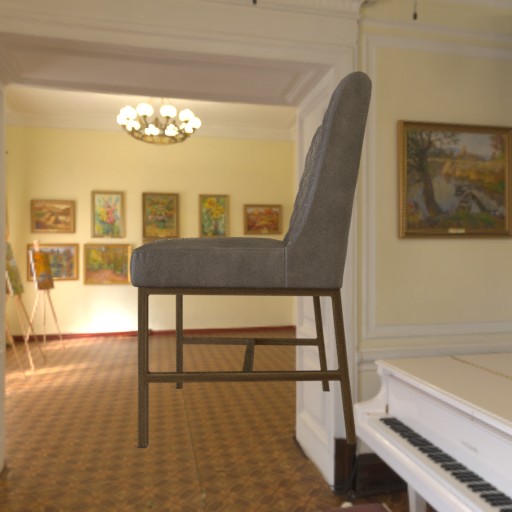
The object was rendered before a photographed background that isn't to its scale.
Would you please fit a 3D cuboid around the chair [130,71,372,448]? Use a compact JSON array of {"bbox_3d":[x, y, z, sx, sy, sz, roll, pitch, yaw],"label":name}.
[{"bbox_3d":[0.000,0.000,1.262,0.587,0.889,0.508,0,0,1],"label":"chair"}]
